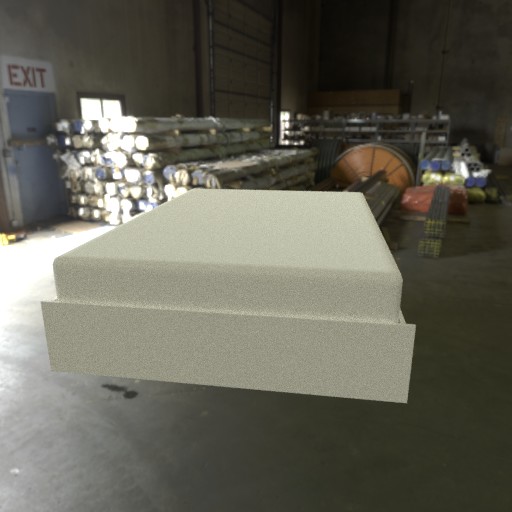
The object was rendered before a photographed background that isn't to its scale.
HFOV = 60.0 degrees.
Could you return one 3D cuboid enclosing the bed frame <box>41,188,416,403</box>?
[{"bbox_3d":[0.000,0.000,2.609,1.445,0.497,1.945,3,17,8],"label":"bed frame"}]
